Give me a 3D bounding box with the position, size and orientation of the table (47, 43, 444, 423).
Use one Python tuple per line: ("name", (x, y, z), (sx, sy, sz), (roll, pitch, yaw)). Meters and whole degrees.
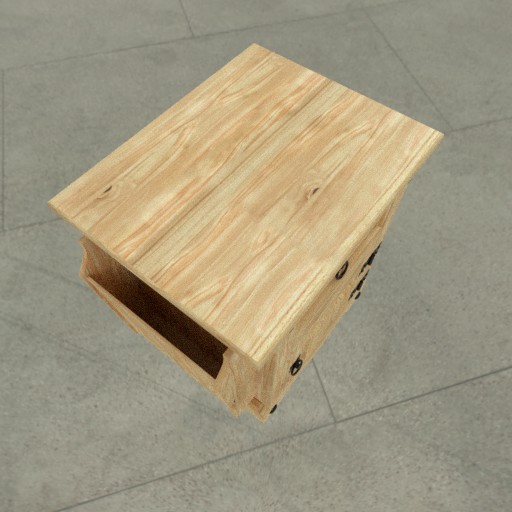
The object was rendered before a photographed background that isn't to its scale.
("table", (0.000, 0.000, 0.876), (0.380, 0.515, 0.530), (34, 65, 19))
